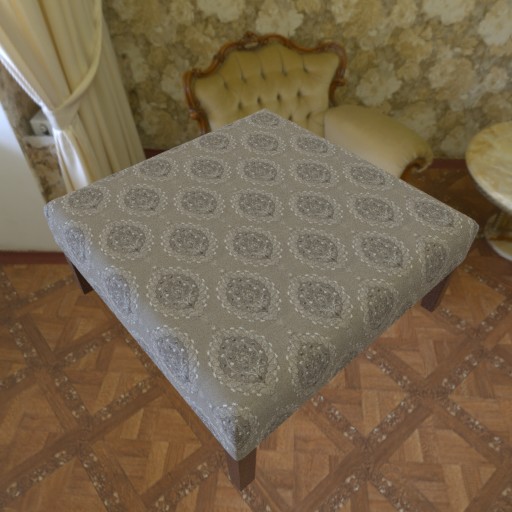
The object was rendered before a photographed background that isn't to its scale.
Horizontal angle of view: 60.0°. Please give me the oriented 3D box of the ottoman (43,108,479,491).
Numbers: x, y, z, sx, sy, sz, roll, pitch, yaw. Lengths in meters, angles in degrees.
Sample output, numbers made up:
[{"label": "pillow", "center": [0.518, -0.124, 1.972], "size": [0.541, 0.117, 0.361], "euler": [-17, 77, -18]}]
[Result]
[{"label": "ottoman", "center": [0.000, 0.000, 1.368], "size": [0.889, 0.411, 0.890], "euler": [-32, 54, -28]}]
